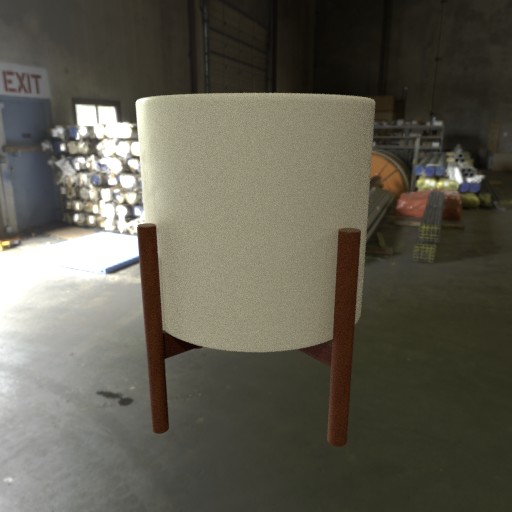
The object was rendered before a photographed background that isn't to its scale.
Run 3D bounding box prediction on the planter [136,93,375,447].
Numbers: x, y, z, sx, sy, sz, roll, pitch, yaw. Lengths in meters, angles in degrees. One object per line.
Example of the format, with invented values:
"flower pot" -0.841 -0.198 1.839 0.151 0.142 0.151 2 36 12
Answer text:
"planter" 0.000 0.000 0.881 0.420 0.581 0.421 2 16 8
